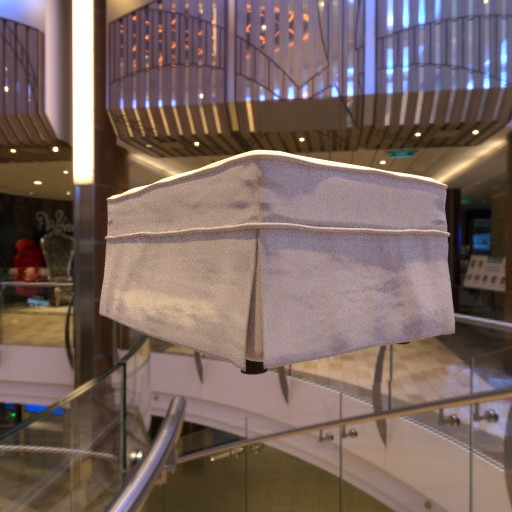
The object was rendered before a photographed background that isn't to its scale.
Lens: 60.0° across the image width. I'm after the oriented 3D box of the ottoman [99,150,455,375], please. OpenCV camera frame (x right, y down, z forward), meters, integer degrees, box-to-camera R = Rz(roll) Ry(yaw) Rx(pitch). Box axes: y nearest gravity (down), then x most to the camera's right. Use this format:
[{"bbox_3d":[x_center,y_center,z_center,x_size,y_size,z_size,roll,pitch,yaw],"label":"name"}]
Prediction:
[{"bbox_3d":[0.000,0.000,1.358,0.703,0.479,0.944,0,1,-36],"label":"ottoman"}]
